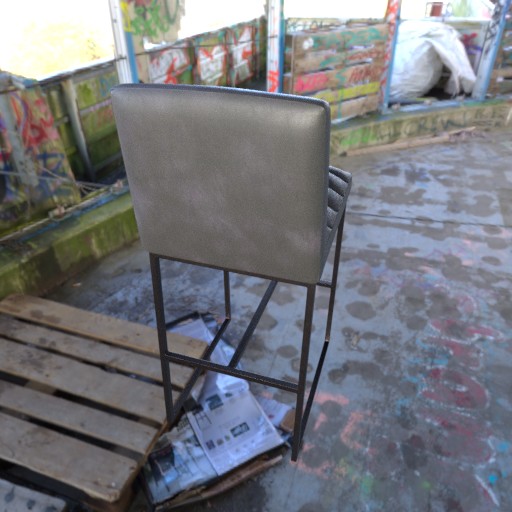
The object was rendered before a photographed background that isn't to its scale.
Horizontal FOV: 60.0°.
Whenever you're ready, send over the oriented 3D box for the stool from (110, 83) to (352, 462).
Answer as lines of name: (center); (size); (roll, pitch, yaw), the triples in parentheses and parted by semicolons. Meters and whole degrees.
stool: (0.000, 0.000, 1.318); (0.463, 1.065, 0.562); (10, 35, 15)
